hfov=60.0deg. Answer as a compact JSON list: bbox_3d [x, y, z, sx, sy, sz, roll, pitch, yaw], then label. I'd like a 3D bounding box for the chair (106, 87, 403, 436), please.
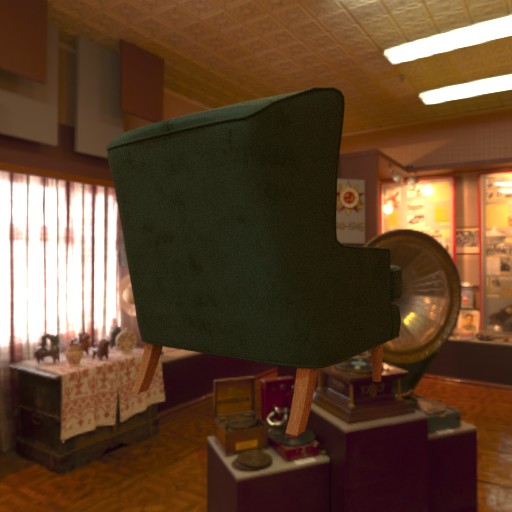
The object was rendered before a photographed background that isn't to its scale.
[{"bbox_3d":[0.000,0.000,1.592,0.793,0.952,0.910,0,-1,36],"label":"chair"}]
